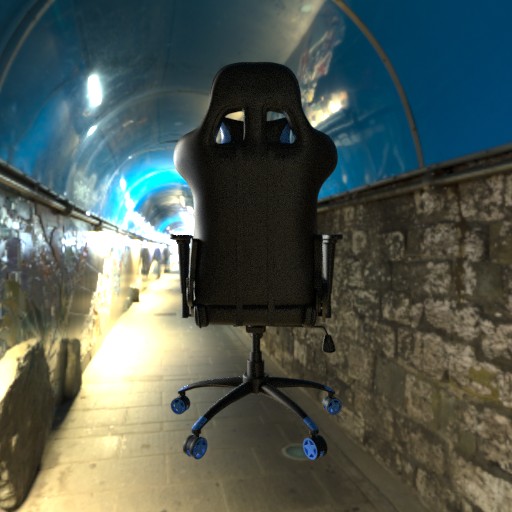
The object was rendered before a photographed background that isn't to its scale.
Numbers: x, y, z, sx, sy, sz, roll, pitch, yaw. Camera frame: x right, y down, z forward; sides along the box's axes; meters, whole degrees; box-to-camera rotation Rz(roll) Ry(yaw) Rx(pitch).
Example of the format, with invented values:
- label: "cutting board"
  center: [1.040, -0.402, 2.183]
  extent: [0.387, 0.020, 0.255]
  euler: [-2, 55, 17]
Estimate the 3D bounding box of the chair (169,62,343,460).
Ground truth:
- label: "chair"
  center: [0.000, 0.000, 1.735]
  extent: [0.695, 1.282, 0.730]
  euler: [0, 0, 1]
